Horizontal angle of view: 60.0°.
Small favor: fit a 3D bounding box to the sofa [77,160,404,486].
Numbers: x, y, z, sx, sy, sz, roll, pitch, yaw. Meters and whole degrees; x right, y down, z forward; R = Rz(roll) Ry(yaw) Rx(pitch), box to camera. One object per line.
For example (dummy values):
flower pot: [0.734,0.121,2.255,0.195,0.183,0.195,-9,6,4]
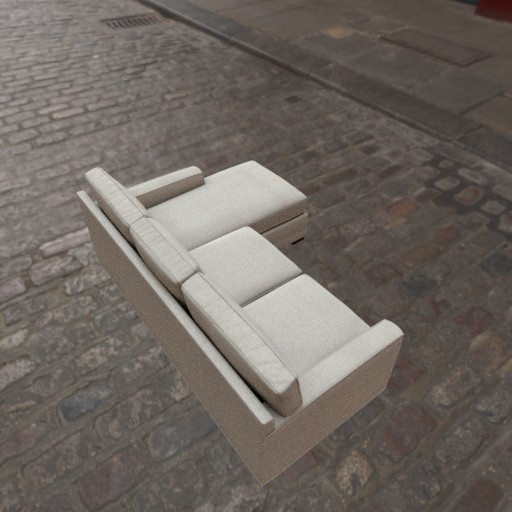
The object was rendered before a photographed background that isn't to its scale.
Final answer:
sofa: [0.000,0.000,2.883,1.496,0.861,2.087,-27,49,-27]
